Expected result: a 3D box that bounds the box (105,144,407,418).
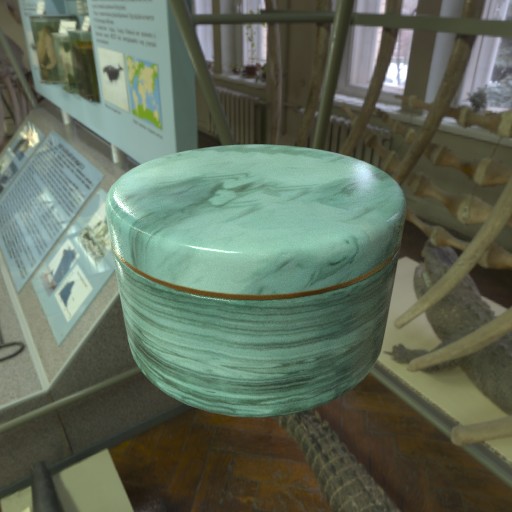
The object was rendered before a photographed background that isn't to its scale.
[{"bbox_3d":[0.000,0.000,0.167,0.101,0.063,0.101,0,29,0],"label":"box"}]
